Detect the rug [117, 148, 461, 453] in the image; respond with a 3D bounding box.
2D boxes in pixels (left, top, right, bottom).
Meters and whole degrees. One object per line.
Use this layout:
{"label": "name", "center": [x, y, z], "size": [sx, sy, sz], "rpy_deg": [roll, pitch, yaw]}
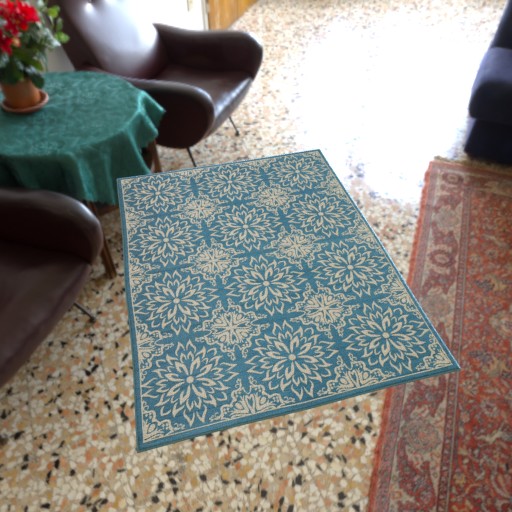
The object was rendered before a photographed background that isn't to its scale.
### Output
{"label": "rug", "center": [0.000, 0.000, 4.025], "size": [2.350, 0.018, 2.964], "rpy_deg": [-11, 48, -10]}
